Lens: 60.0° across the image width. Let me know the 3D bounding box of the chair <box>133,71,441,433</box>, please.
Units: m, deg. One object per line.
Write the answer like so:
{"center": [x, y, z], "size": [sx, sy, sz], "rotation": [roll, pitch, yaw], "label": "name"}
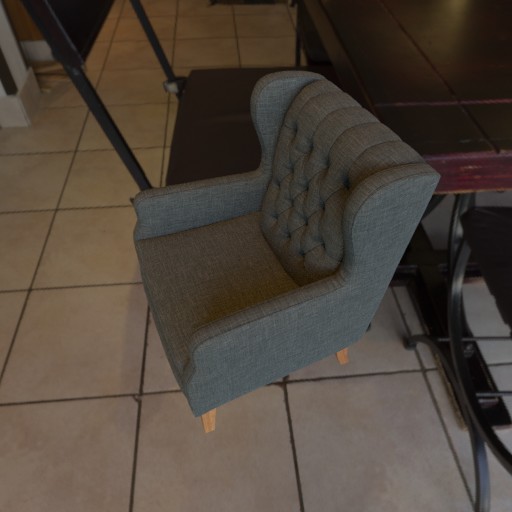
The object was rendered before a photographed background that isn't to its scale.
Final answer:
{"center": [0.000, 0.000, 1.529], "size": [0.775, 0.953, 0.711], "rotation": [-18, 49, -16], "label": "chair"}
